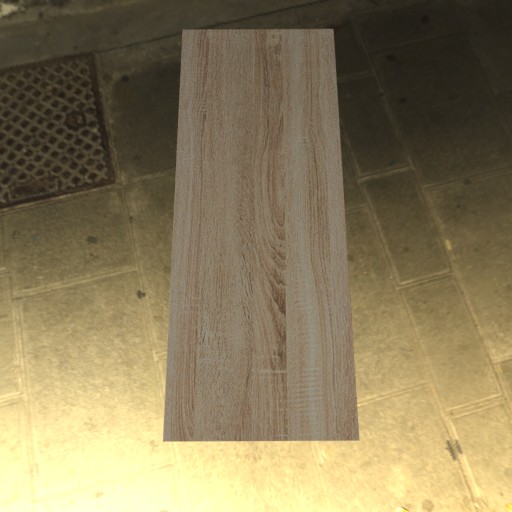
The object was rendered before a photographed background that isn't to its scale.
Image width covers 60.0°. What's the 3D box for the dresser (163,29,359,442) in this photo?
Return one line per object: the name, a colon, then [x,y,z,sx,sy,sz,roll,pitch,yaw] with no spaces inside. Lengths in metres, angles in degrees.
dresser: [0.000,0.000,1.556,0.450,0.900,1.100,0,74,0]
